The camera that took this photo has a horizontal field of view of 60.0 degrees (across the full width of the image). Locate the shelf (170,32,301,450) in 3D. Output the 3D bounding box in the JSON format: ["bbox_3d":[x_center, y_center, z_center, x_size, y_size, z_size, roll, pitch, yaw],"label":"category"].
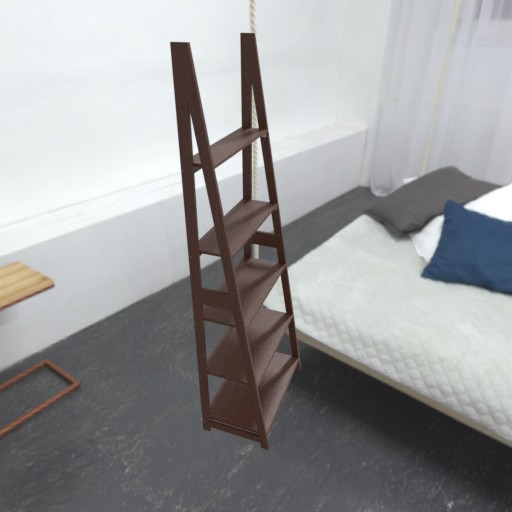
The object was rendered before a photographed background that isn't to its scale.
[{"bbox_3d":[0.000,0.000,2.000,0.350,1.770,0.600,10,31,18],"label":"shelf"}]
